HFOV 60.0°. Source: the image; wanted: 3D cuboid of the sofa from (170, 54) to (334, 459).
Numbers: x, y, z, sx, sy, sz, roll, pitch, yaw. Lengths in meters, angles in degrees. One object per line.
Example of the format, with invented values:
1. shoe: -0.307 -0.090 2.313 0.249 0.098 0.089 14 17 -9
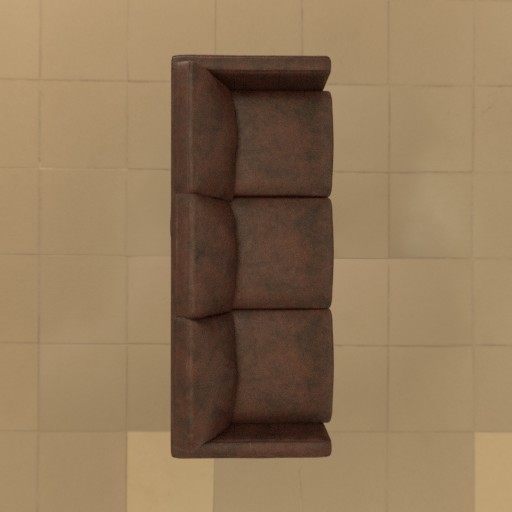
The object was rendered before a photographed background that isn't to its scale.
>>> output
1. sofa: 0.000 0.000 2.995 1.045 1.006 2.464 0 90 -1
